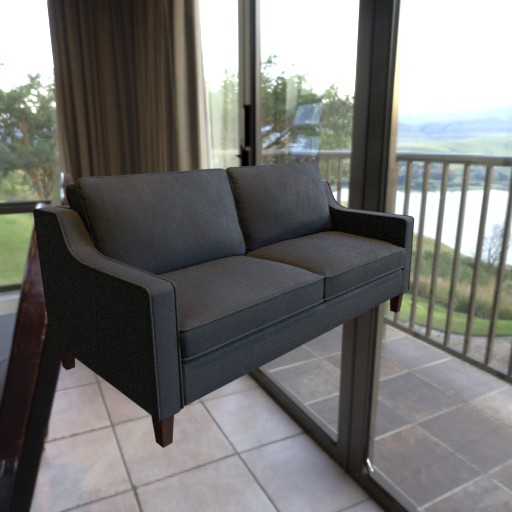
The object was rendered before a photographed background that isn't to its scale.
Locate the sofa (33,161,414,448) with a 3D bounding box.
[{"bbox_3d":[0.000,0.000,2.738,1.066,1.071,2.178,14,20,42],"label":"sofa"}]
